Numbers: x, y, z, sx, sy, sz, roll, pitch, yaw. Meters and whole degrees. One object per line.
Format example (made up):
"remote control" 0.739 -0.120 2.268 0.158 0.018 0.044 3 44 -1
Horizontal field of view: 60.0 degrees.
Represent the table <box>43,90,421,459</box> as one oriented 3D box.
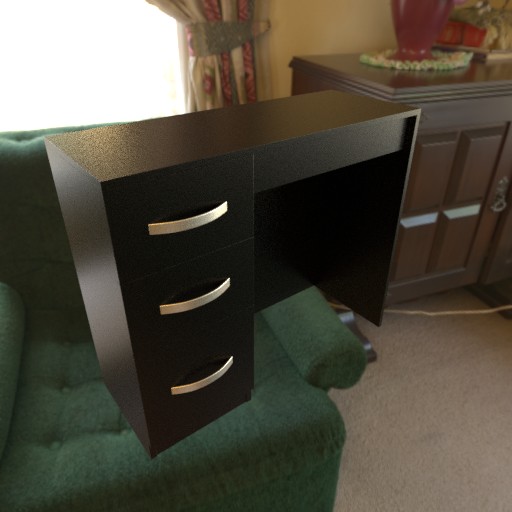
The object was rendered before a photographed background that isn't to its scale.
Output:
"table" 0.000 0.000 1.326 0.930 0.790 0.380 -21 37 -31
